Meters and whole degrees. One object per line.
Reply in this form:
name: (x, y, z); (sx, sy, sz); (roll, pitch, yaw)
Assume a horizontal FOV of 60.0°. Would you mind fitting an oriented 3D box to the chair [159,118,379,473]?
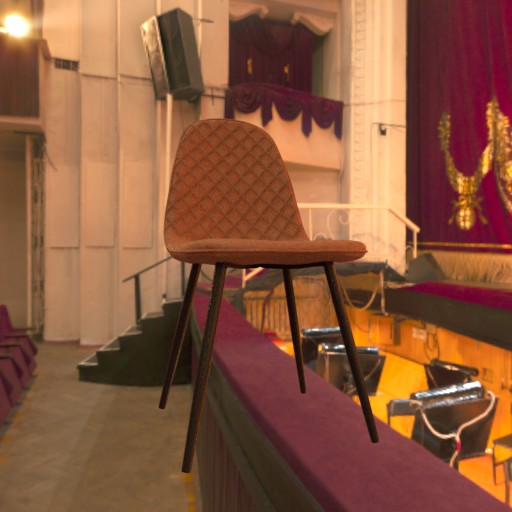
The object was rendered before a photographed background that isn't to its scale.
chair: (0.000, 0.000, 1.189); (0.472, 0.889, 0.561); (0, 0, -19)
